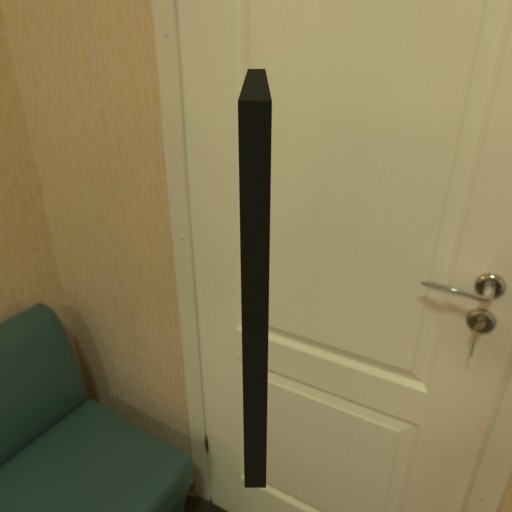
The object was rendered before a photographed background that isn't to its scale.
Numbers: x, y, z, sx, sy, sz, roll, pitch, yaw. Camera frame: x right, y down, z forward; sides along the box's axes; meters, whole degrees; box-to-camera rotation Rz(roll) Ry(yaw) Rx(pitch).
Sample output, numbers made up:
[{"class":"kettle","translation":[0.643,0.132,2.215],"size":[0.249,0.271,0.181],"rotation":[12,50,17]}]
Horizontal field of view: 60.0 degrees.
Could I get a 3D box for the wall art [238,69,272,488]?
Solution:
[{"class":"wall art","translation":[0.000,0.000,0.753],"size":[0.033,0.559,0.457],"rotation":[0,26,0]}]
